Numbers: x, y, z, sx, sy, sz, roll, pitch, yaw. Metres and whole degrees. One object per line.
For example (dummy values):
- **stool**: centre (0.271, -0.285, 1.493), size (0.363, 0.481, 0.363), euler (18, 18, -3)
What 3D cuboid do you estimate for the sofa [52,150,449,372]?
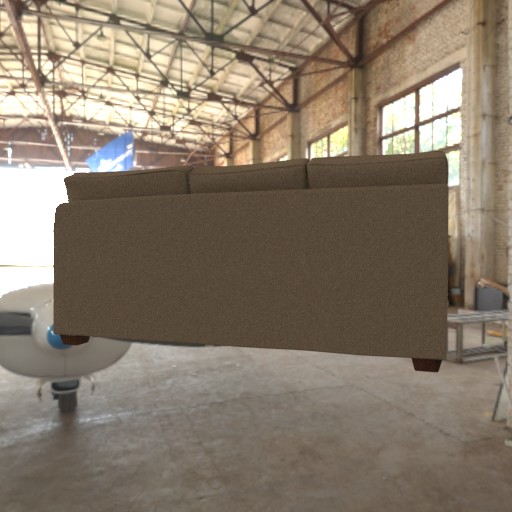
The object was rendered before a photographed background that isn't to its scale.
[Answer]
- **sofa**: centre (0.000, 0.000, 2.541), size (1.963, 0.946, 1.034), euler (0, 1, 17)
